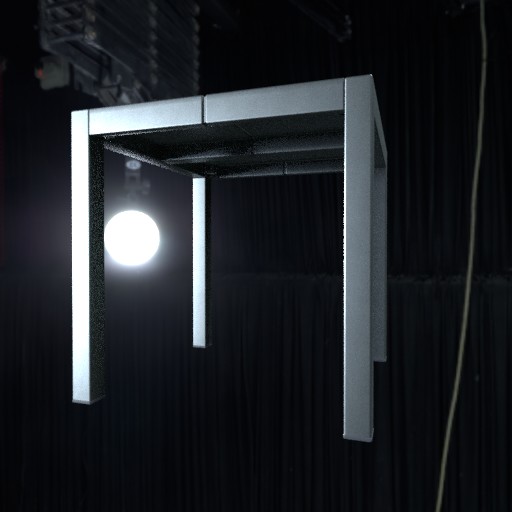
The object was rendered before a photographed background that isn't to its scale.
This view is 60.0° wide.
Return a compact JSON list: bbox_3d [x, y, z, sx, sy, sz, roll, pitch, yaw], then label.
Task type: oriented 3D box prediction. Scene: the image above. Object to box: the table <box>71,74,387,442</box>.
[{"bbox_3d":[0.000,0.000,0.930,0.508,0.508,0.508,0,1,19],"label":"table"}]
